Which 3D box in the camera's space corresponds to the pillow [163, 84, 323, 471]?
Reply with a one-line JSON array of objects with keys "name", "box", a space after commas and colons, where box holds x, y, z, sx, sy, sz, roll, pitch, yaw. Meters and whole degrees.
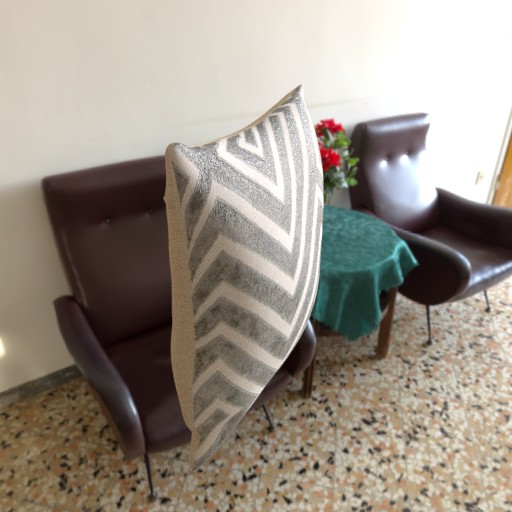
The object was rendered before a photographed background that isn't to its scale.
[{"name": "pillow", "box": [0.000, 0.000, 0.664, 0.182, 0.441, 0.440, 11, 31, 18]}]
